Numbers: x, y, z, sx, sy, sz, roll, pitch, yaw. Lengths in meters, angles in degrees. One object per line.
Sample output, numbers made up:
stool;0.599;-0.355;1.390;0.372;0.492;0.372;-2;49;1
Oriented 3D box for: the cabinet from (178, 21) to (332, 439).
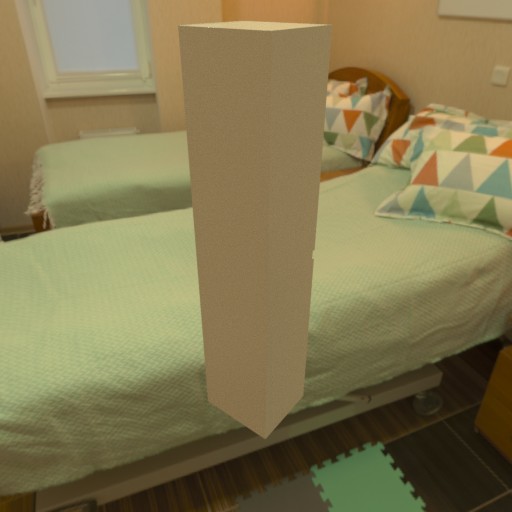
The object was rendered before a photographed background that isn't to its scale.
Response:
cabinet;0.000;0.000;1.512;0.300;1.400;0.269;22;37;32
